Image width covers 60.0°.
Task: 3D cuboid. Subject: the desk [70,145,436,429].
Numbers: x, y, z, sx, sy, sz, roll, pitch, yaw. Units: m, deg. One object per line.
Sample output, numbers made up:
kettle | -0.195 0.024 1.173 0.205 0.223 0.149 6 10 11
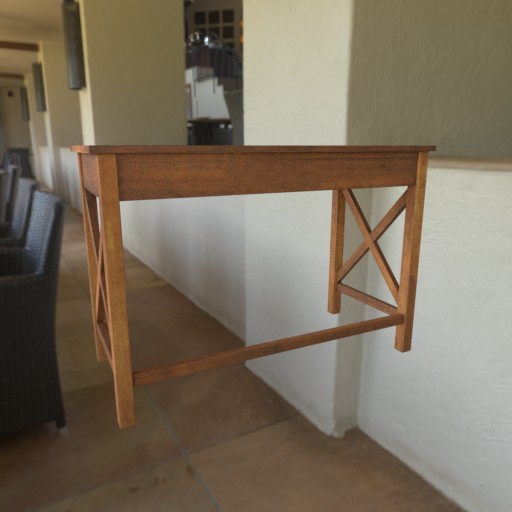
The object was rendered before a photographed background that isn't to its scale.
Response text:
desk | 0.000 0.000 1.574 1.117 0.762 0.508 -7 16 -26
